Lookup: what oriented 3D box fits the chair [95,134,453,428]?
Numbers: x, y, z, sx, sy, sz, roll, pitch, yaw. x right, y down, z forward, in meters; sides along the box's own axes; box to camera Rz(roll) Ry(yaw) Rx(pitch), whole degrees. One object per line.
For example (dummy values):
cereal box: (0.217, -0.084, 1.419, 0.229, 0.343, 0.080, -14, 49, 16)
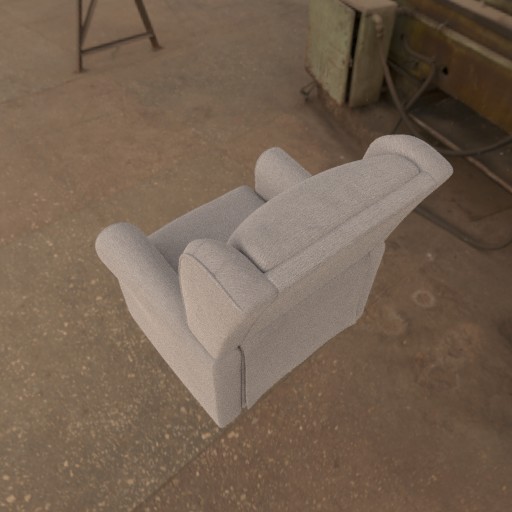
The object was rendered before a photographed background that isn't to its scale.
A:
chair: (0.000, 0.000, 1.637, 0.906, 0.966, 0.854, -32, 55, -26)
